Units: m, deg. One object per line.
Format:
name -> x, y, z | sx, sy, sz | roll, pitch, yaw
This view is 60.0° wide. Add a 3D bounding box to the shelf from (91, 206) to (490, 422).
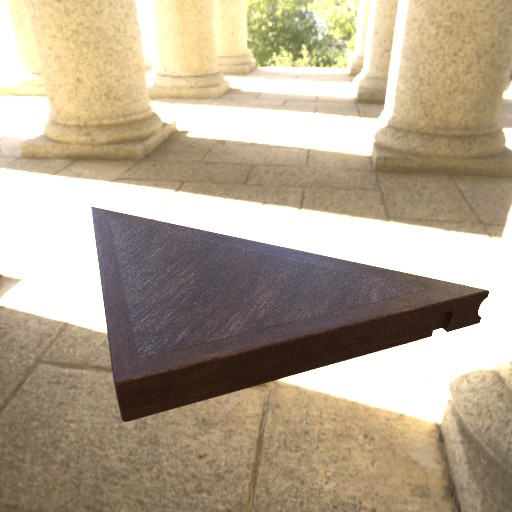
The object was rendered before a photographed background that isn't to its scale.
shelf -> 0.000, 0.000, 0.444 | 0.296, 0.035, 0.296 | -10, 31, -18
